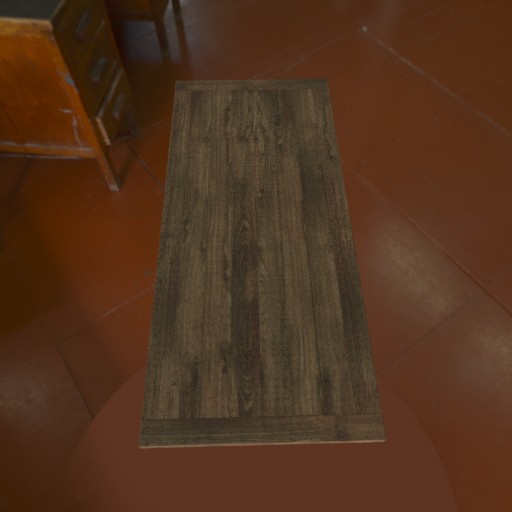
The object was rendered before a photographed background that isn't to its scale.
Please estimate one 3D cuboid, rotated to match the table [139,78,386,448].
[{"bbox_3d":[0.000,0.000,2.454,0.907,0.733,2.031,-1,59,-1],"label":"table"}]
